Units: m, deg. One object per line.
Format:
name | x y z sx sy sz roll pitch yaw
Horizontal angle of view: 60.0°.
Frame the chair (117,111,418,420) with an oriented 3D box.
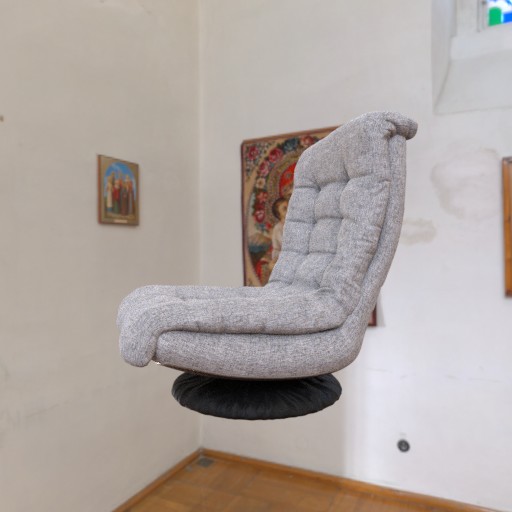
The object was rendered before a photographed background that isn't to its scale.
chair | 0.000 0.000 0.967 0.583 0.600 0.400 0 1 -20
